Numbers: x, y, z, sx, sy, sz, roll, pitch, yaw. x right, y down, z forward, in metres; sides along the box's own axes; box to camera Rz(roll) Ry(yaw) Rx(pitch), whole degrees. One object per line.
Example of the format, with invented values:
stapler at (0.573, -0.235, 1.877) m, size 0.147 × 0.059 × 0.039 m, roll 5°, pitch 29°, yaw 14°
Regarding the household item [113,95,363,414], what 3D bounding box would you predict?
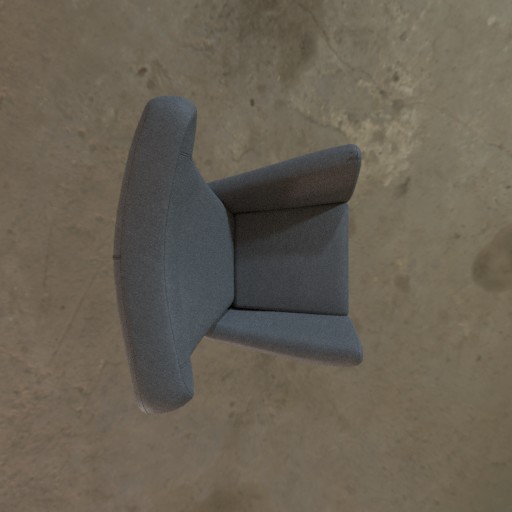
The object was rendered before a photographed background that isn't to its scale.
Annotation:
household item at (0.000, 0.000, 1.814) m, size 0.900 × 1.050 × 0.980 m, roll 0°, pitch 89°, yaw 1°
